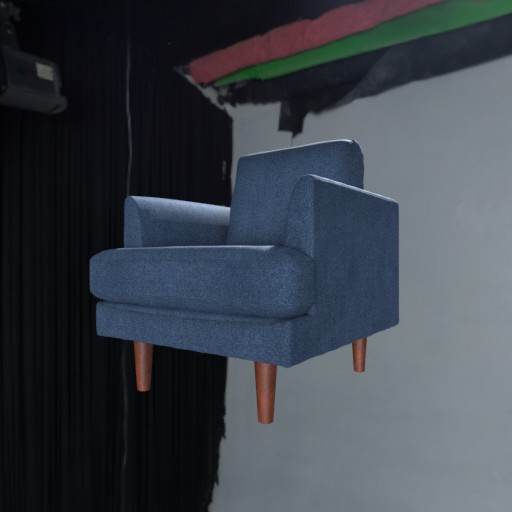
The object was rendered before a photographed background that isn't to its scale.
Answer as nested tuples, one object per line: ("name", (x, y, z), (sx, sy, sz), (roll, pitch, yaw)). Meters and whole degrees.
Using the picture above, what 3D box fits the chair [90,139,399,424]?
("chair", (0.000, 0.000, 1.686), (0.858, 0.957, 0.899), (0, 0, 35))
